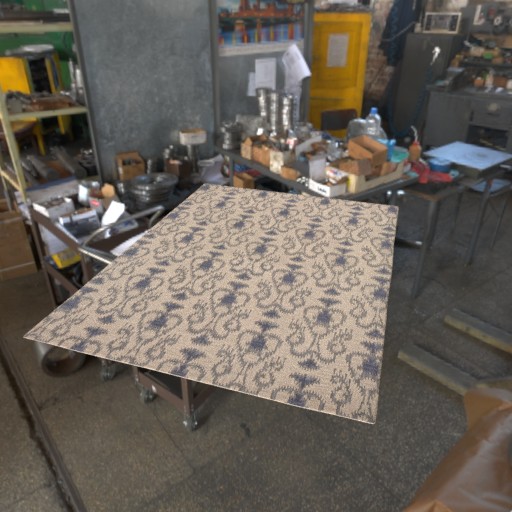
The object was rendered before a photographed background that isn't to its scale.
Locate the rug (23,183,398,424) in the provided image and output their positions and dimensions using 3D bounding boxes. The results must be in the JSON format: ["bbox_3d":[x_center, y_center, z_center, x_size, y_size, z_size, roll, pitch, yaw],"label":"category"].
[{"bbox_3d":[0.000,0.000,4.123,2.437,0.015,3.205,9,31,15],"label":"rug"}]
